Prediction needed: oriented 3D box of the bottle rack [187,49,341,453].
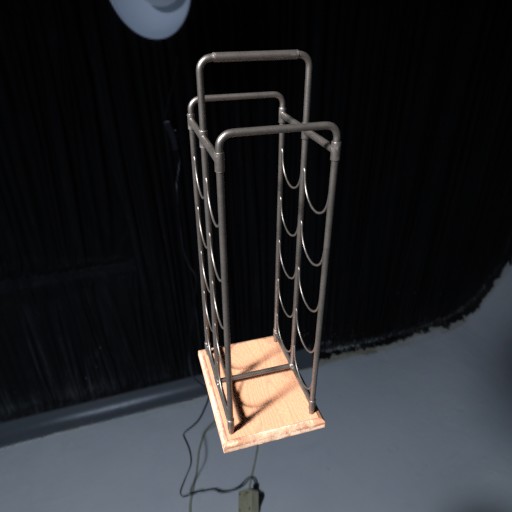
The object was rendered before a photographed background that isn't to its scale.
[{"bbox_3d":[0.000,0.000,0.806,0.208,0.680,0.276,-9,32,-14],"label":"bottle rack"}]
